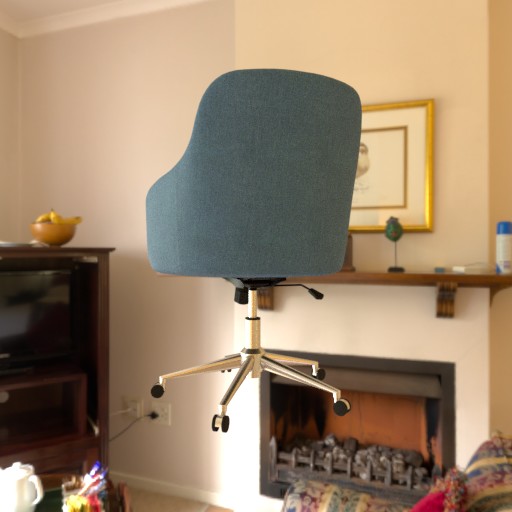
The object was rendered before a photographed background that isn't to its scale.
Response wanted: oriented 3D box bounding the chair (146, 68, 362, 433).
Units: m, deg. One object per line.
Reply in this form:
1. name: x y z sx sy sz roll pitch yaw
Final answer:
1. chair: 0.000 0.000 1.279 0.599 0.820 0.655 0 0 -20
